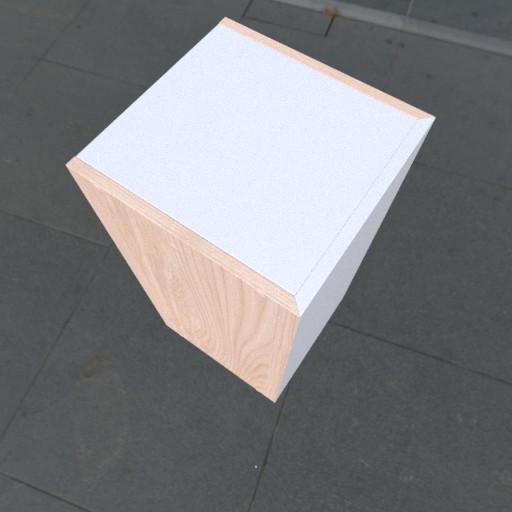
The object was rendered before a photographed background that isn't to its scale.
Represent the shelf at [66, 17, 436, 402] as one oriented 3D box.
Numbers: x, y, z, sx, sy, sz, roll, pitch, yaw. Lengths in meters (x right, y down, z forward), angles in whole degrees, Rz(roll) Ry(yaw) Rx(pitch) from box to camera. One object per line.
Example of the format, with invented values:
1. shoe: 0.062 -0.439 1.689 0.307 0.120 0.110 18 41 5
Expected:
1. shelf: 0.000 0.000 0.756 0.297 0.594 0.290 32 69 14
